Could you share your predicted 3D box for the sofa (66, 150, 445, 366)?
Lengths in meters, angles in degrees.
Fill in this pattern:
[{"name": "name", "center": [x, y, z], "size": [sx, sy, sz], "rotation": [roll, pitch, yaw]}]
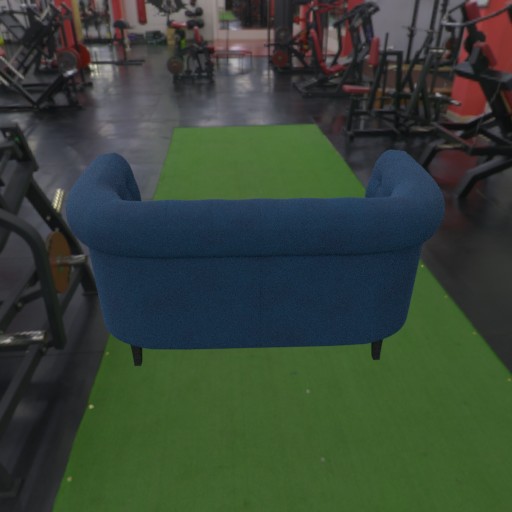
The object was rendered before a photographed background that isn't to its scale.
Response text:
[{"name": "sofa", "center": [0.000, 0.000, 2.056], "size": [1.558, 0.827, 0.835], "rotation": [-1, 30, -2]}]
